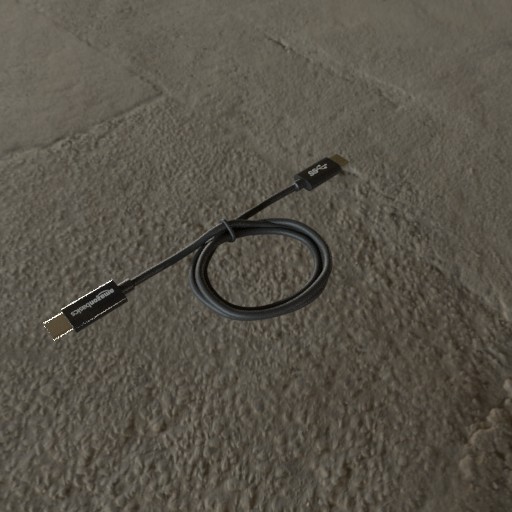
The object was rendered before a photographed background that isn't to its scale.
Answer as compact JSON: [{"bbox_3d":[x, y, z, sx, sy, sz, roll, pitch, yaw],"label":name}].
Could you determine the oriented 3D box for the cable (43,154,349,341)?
[{"bbox_3d":[0.000,0.000,0.213,0.186,0.014,0.070,-33,57,-26],"label":"cable"}]
